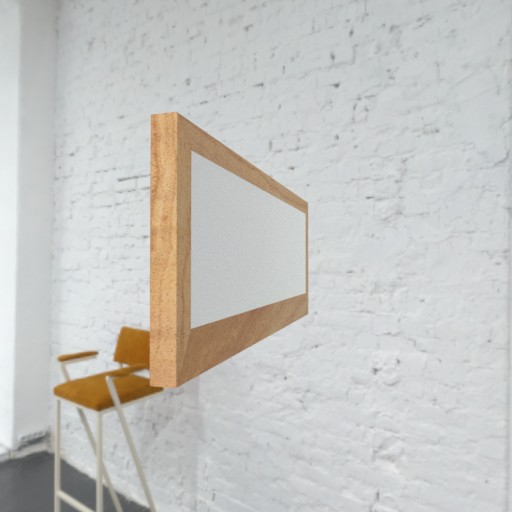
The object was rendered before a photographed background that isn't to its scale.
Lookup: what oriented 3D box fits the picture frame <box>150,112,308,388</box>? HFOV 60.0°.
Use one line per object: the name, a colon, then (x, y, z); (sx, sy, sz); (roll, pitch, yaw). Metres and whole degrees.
picture frame: (0.000, 0.000, 0.658); (0.045, 0.234, 0.582); (0, -1, 18)
